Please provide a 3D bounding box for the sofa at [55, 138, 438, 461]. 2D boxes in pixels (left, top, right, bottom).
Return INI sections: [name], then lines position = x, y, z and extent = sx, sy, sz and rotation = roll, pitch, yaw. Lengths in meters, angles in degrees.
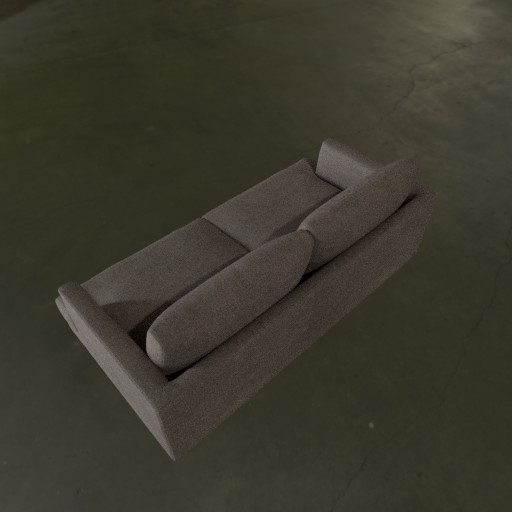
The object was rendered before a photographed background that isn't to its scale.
[sofa]
position = 0.000, 0.000, 2.492
extent = 1.948, 0.868, 1.020
rotation = -34, 55, -28
